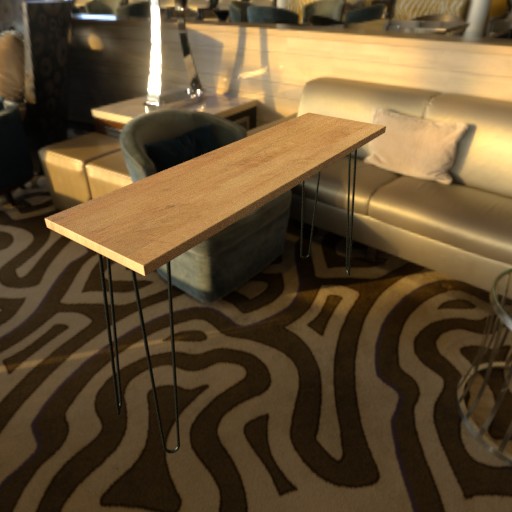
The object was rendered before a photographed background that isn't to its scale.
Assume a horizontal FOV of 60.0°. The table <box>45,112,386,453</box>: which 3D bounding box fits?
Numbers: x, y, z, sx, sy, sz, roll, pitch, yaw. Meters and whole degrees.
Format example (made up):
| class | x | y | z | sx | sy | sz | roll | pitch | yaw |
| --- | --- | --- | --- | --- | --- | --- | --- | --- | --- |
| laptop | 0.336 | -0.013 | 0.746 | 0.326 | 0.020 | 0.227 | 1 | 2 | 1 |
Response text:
| class | x | y | z | sx | sy | sz | roll | pitch | yaw |
| --- | --- | --- | --- | --- | --- | --- | --- | --- | --- |
| table | 0.000 | 0.000 | 1.795 | 0.399 | 0.799 | 1.400 | 21 | 38 | 30 |
